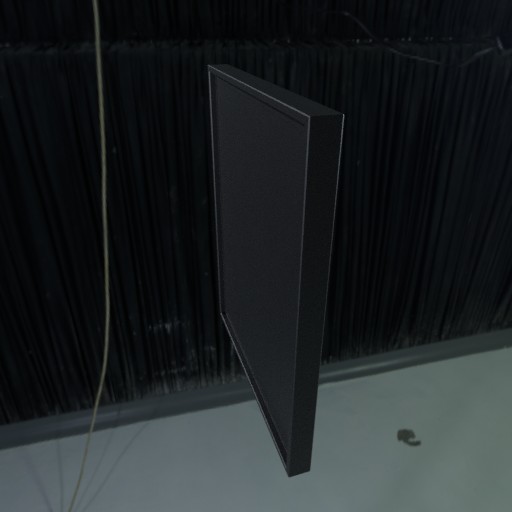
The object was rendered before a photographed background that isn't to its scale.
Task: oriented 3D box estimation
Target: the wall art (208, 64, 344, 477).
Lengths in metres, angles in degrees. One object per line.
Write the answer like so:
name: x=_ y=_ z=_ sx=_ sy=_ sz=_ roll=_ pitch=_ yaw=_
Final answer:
wall art: x=0.000 y=0.000 z=0.753 sx=0.039 sy=0.555 sz=0.449 roll=-9 pitch=31 yaw=-16
